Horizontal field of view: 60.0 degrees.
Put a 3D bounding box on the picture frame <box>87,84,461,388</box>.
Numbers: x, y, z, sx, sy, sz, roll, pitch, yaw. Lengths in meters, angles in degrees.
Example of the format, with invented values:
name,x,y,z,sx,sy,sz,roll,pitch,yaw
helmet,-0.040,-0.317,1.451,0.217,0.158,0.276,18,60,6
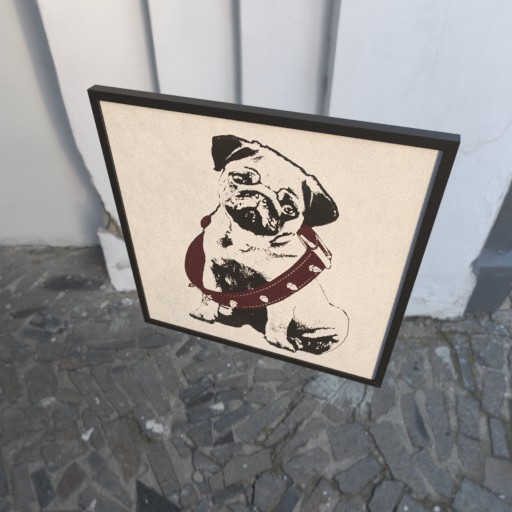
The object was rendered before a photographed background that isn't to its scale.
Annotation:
name,x,y,z,sx,sy,sz,roll,pitch,yaw
picture frame,0.000,0.000,1.142,0.775,0.775,0.032,13,42,14
